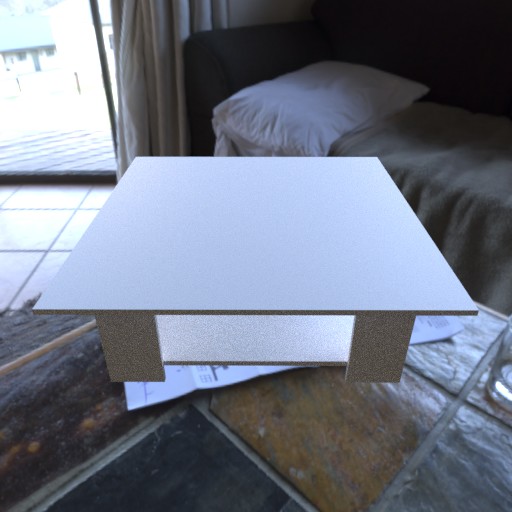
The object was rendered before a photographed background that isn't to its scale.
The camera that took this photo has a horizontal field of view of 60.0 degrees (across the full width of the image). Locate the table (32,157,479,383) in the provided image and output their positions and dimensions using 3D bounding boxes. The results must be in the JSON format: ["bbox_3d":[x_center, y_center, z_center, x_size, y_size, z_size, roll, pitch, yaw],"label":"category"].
[{"bbox_3d":[0.000,0.000,1.339,0.890,0.305,0.890,0,32,0],"label":"table"}]
